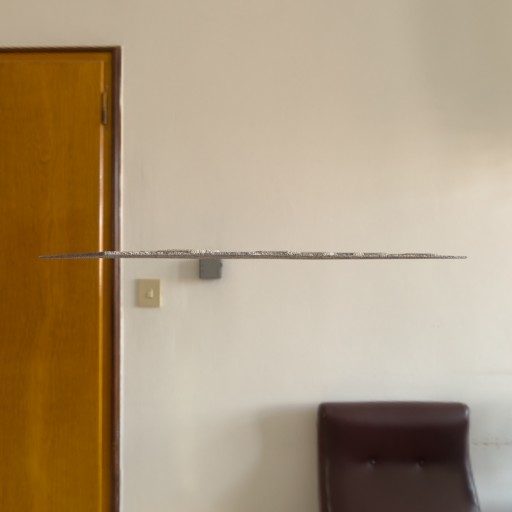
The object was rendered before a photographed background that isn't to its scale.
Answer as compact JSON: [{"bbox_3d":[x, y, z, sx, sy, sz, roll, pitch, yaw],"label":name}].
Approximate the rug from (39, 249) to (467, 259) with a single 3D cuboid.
[{"bbox_3d":[0.000,0.000,2.859,2.333,0.033,1.513,1,-1,-34],"label":"rug"}]
